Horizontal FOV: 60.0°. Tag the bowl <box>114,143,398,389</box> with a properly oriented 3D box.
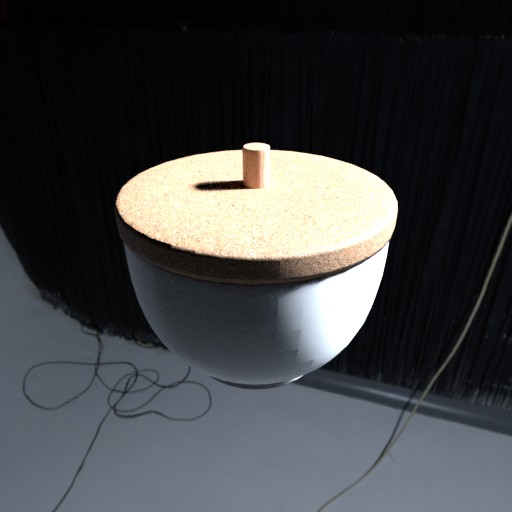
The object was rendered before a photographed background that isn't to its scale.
[{"bbox_3d":[0.000,0.000,0.221,0.126,0.110,0.126,0,30,0],"label":"bowl"}]
